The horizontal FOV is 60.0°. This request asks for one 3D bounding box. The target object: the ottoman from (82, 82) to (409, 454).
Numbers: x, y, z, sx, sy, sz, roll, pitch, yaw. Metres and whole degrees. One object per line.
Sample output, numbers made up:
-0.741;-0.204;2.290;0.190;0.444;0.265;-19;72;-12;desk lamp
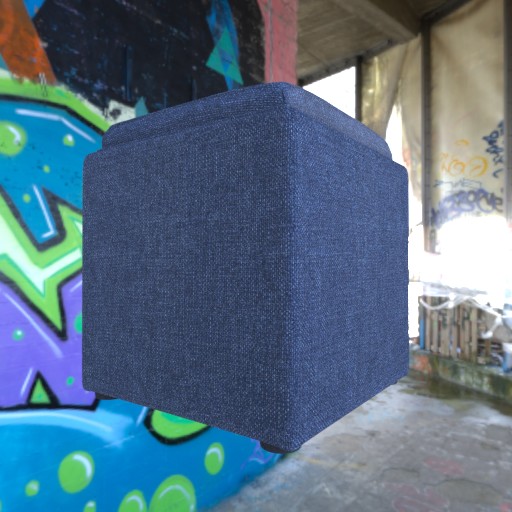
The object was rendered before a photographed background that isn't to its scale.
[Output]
0.000;0.000;0.831;0.436;0.493;0.454;0;-1;36;ottoman
